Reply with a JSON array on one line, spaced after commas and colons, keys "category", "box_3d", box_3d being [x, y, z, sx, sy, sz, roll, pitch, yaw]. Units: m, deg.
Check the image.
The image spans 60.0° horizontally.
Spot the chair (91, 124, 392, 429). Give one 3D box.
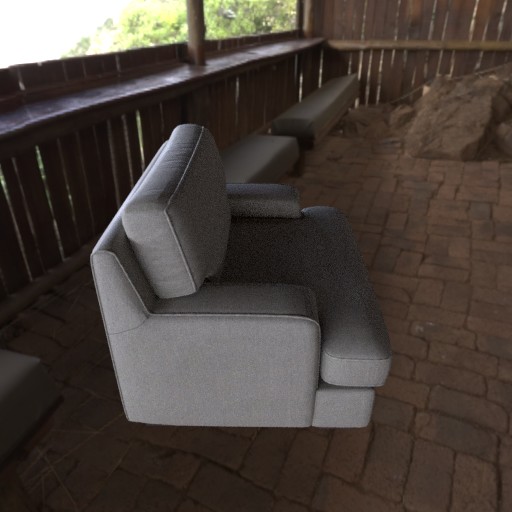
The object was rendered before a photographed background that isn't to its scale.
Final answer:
[{"category": "chair", "box_3d": [0.000, 0.000, 2.056, 1.043, 0.974, 1.270, 1, 31, 1]}]
